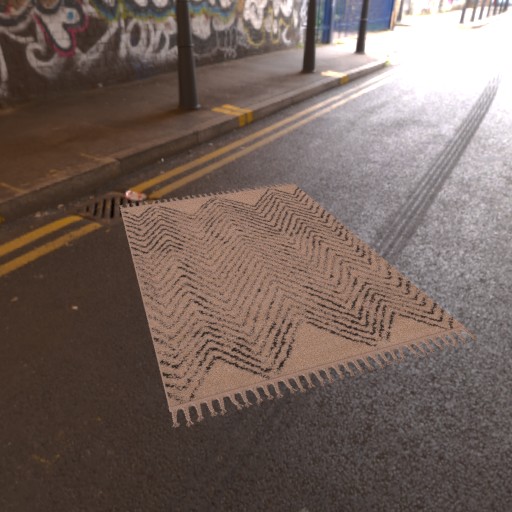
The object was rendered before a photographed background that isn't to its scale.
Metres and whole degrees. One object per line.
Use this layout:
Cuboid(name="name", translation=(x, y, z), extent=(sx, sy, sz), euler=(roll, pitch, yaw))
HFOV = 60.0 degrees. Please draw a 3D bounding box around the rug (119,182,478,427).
Cuboid(name="rug", translation=(0.000, 0.000, 2.321), extent=(1.230, 0.014, 1.847), euler=(-11, 32, -17))
